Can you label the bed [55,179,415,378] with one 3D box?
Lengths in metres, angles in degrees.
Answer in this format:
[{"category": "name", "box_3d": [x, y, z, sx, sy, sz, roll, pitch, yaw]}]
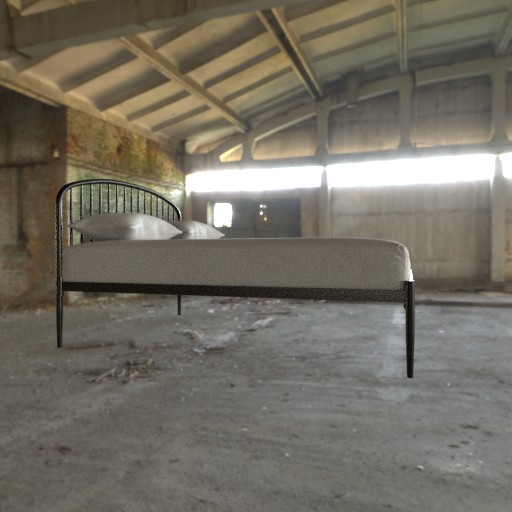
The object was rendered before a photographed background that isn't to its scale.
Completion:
[{"category": "bed", "box_3d": [0.000, 0.000, 3.232, 2.159, 1.166, 1.618, 0, 0, 19]}]
